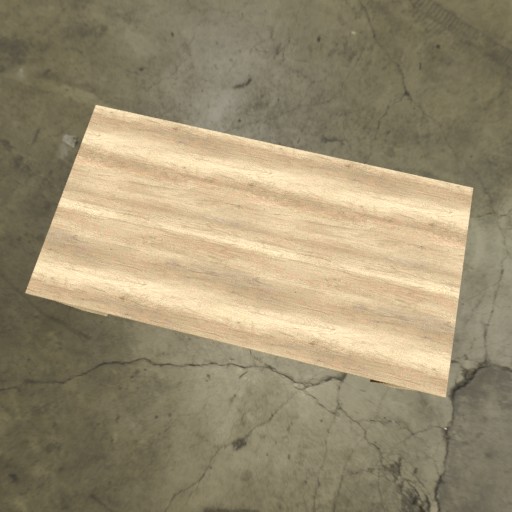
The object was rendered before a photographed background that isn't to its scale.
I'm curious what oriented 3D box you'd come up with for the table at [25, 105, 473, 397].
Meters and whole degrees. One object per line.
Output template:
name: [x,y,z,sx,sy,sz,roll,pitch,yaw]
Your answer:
table: [0.000,0.000,1.685,1.350,0.460,0.700,13,76,3]
